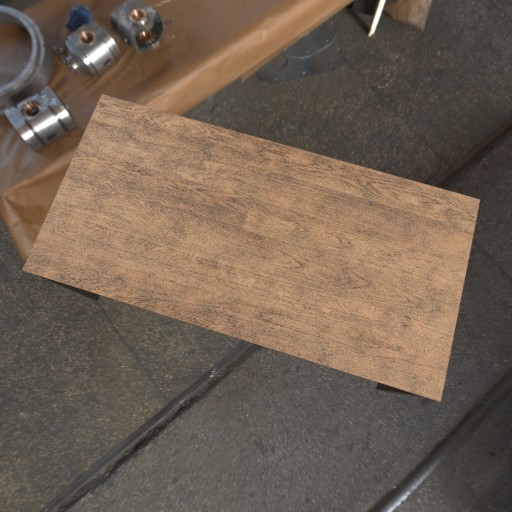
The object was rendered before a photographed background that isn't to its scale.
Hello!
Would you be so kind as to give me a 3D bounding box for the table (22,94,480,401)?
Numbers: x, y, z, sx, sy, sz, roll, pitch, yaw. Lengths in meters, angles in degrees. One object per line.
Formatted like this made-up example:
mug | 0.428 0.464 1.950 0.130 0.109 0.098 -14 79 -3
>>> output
table | 0.000 0.000 2.296 1.805 0.767 0.893 17 76 4
